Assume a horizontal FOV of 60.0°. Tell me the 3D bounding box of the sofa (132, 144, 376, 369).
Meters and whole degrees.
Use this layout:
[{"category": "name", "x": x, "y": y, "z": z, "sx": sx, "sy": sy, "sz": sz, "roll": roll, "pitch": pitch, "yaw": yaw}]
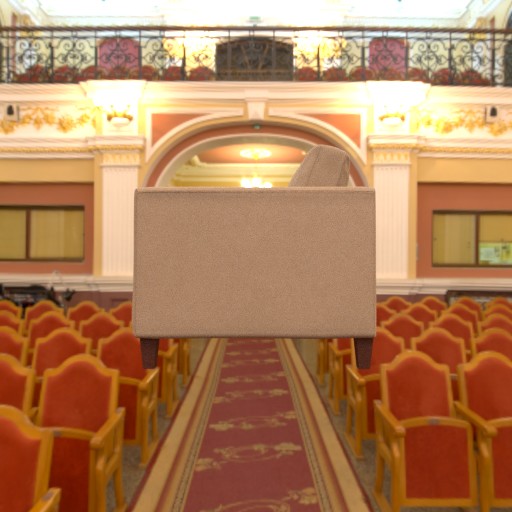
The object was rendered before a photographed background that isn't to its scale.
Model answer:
[{"category": "sofa", "x": 0.000, "y": 0.000, "z": 2.890, "sx": 0.988, "sy": 0.912, "sz": 2.404, "roll": 0, "pitch": -1, "yaw": 0}]
